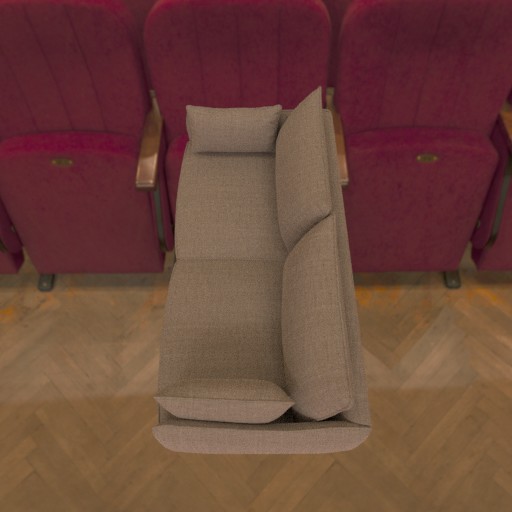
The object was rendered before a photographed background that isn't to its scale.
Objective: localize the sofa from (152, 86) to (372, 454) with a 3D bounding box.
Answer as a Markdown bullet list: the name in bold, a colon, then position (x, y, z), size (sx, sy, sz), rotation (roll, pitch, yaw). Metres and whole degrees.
- **sofa**: position (0.000, 0.000, 2.459), size (0.972, 0.851, 1.989), rotation (0, 59, 0)
